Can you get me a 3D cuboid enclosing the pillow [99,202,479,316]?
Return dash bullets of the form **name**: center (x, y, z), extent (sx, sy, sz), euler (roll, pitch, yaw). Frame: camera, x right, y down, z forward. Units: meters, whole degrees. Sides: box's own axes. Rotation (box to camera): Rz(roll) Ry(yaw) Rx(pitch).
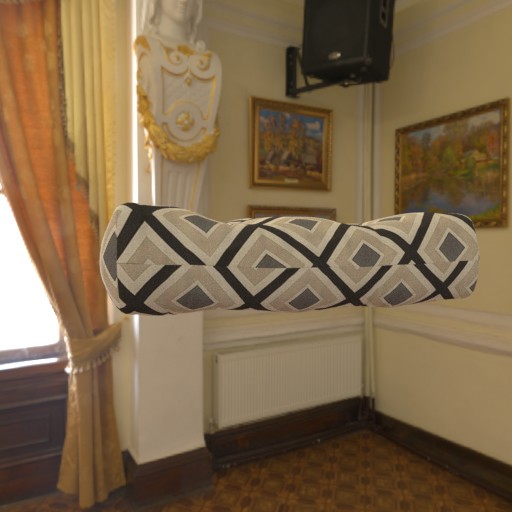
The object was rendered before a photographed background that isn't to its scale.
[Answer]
- **pillow**: center (0.000, 0.000, 0.718), extent (0.468, 0.128, 0.490), euler (-1, 2, -18)
